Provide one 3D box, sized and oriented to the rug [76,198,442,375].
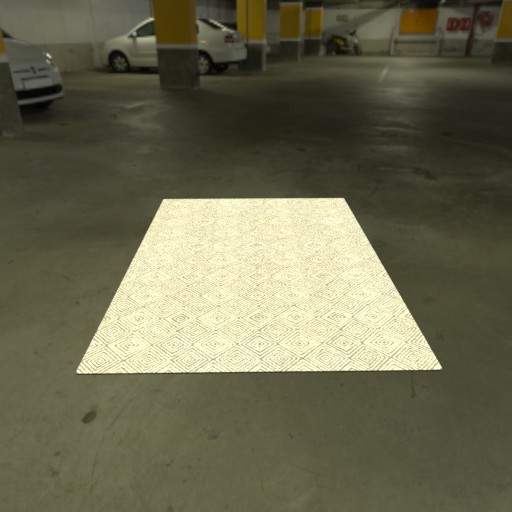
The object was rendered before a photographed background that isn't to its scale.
[{"bbox_3d":[0.000,0.000,2.921,1.593,0.008,2.238,0,27,-1],"label":"rug"}]
